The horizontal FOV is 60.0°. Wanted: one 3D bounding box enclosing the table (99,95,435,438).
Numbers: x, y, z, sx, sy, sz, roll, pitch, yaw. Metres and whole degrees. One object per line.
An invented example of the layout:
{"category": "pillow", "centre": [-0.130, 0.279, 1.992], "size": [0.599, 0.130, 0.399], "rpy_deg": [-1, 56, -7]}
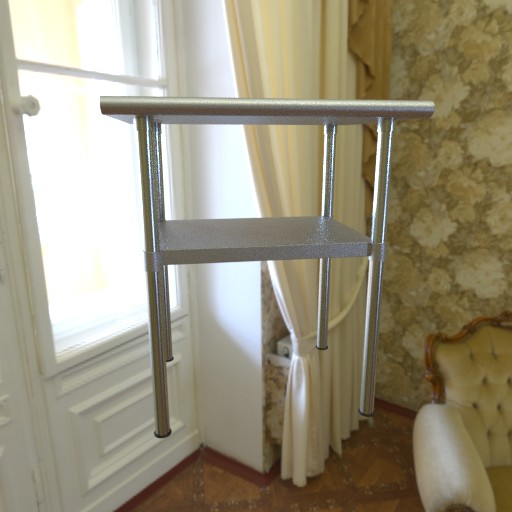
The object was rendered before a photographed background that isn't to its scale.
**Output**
{"category": "table", "centre": [0.000, 0.000, 1.373], "size": [0.762, 0.876, 0.584], "rpy_deg": [-2, 15, -9]}
